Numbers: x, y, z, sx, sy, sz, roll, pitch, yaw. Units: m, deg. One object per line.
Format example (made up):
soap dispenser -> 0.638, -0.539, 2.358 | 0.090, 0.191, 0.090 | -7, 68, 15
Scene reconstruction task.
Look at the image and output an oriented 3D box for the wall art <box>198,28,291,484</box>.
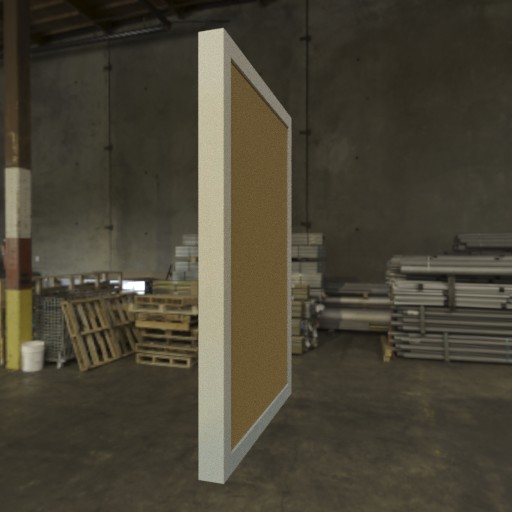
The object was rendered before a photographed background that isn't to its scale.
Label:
wall art -> 0.000, 0.000, 0.794 | 0.038, 0.611, 0.408 | 0, 0, 17
